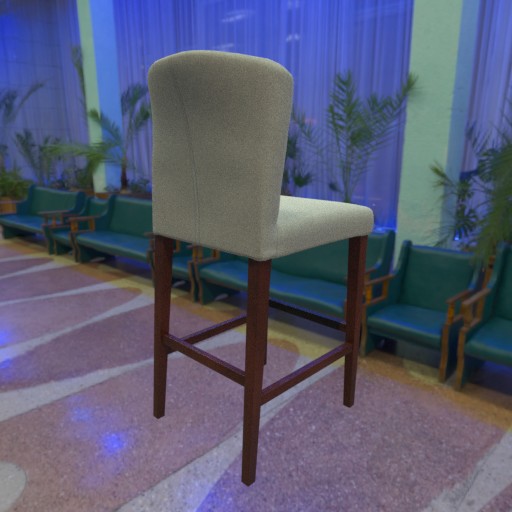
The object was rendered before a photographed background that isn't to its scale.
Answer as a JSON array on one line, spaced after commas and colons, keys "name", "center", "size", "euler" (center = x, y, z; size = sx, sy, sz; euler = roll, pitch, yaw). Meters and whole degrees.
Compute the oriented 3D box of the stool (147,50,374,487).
[{"name": "stool", "center": [0.000, 0.000, 1.344], "size": [0.479, 1.069, 0.568], "euler": [14, 20, 42]}]
